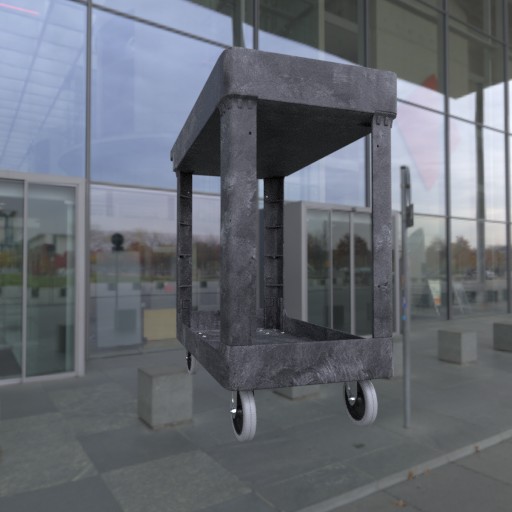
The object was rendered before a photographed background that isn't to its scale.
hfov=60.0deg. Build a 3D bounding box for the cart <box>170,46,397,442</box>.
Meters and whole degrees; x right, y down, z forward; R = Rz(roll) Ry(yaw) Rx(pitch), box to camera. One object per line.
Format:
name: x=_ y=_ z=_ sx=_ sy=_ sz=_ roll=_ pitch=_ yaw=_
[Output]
cart: x=0.000 y=0.000 z=1.357 sx=0.420 sy=0.824 sz=0.877 roll=0 pitch=-2 yaw=-18
